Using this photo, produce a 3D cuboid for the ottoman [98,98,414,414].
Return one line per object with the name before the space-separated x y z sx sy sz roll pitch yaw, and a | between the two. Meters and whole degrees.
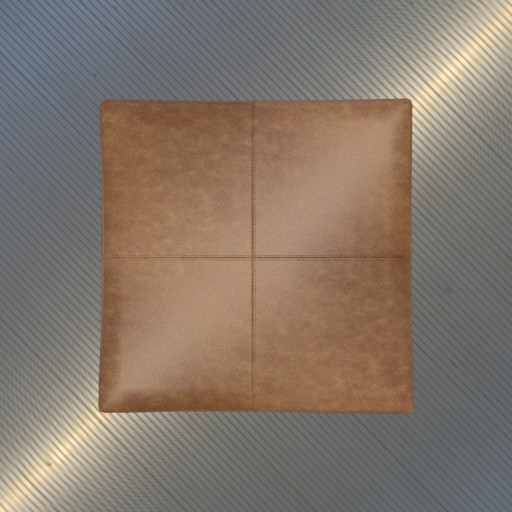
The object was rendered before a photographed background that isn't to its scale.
ottoman | 0.000 0.000 1.800 1.168 0.483 1.169 0 89 0
